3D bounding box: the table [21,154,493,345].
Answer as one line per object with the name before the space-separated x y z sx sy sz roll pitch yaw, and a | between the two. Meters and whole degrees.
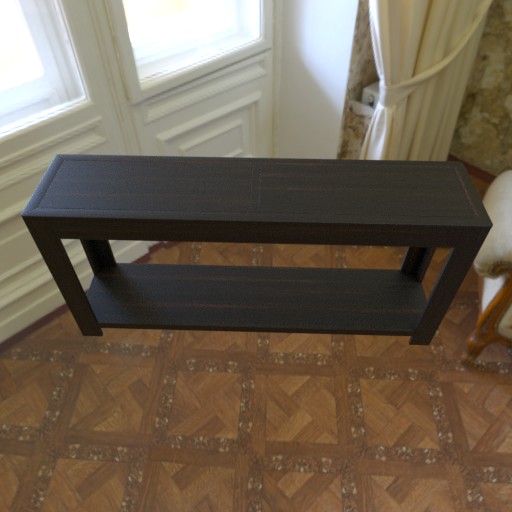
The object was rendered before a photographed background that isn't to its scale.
table | 0.000 0.000 1.932 1.631 0.762 0.384 1 47 1
